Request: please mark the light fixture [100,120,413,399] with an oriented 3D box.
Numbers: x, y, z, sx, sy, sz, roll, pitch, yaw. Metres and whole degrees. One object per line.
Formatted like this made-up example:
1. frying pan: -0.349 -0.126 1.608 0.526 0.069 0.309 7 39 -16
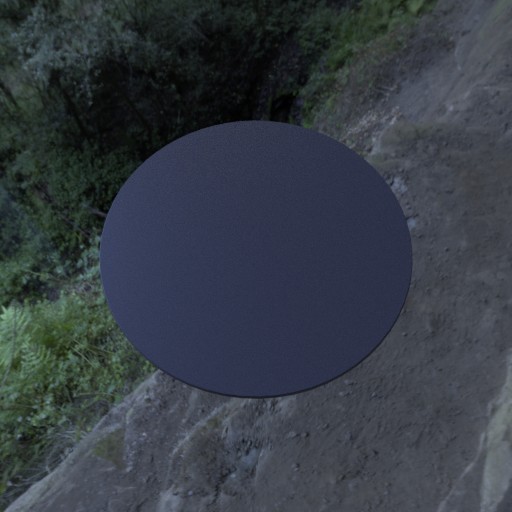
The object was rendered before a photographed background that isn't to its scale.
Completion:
1. light fixture: 0.000 0.000 0.569 0.368 0.100 0.368 0 63 0
